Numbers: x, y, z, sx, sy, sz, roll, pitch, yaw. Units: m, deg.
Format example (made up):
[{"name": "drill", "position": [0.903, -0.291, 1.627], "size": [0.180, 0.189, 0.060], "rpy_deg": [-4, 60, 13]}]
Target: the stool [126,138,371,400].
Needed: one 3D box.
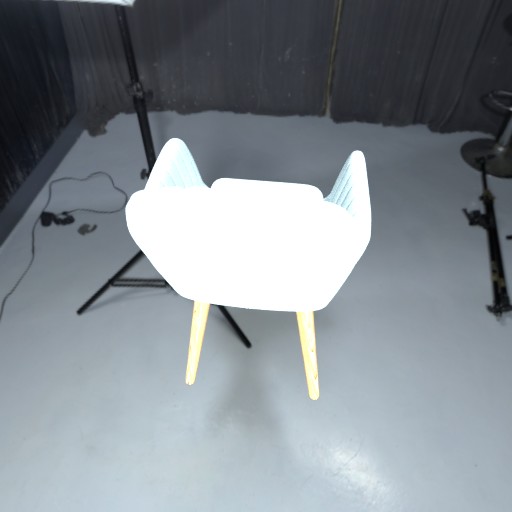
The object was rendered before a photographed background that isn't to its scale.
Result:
[{"name": "stool", "position": [0.000, 0.000, 1.161], "size": [0.503, 0.830, 0.590], "rpy_deg": [5, 47, 5]}]
